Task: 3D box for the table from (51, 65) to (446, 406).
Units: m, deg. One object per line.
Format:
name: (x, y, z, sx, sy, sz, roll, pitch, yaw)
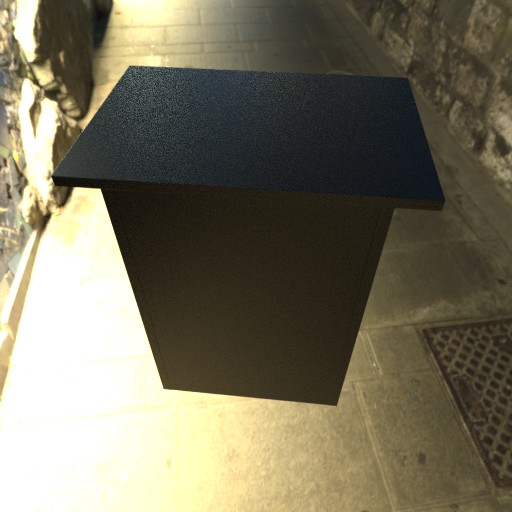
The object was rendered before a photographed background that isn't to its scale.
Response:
table: (0.000, 0.000, 1.053, 0.589, 0.711, 0.408, 4, 46, 4)
